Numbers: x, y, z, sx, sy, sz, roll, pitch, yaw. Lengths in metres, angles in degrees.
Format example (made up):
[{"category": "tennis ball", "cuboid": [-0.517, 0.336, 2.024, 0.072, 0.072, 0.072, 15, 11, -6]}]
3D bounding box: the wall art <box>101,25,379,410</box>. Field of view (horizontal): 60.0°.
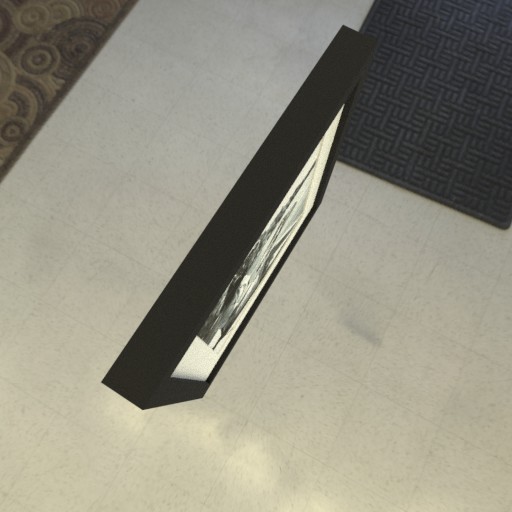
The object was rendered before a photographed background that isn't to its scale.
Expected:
[{"category": "wall art", "cuboid": [0.000, 0.000, 0.446, 0.030, 0.305, 0.308, 30, 76, 8]}]
